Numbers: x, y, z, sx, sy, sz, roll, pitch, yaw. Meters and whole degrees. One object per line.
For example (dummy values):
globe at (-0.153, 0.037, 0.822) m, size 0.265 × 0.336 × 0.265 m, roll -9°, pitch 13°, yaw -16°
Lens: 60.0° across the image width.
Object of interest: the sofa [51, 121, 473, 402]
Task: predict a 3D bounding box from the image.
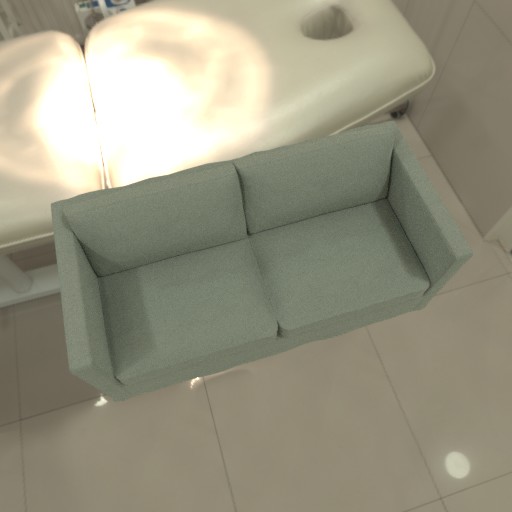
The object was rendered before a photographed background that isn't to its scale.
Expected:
sofa at (0.000, 0.000, 2.487) m, size 1.987 × 0.870 × 0.940 m, roll -15°, pitch 64°, yaw -8°
